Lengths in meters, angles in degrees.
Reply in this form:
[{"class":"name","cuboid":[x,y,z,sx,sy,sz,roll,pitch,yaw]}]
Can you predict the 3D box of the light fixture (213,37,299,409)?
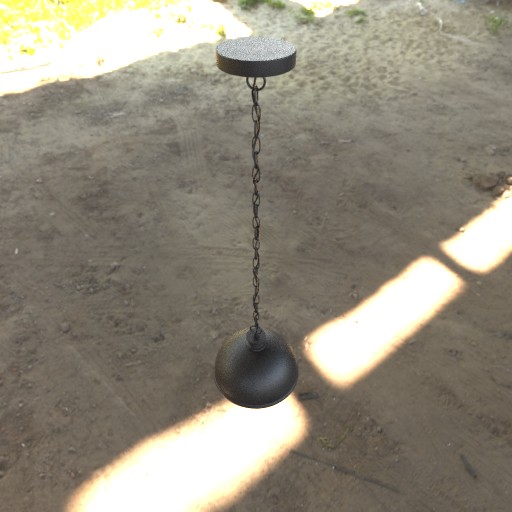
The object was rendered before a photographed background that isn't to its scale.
[{"class":"light fixture","cuboid":[0.000,0.000,1.235,0.304,1.090,0.304,11,42,13]}]
